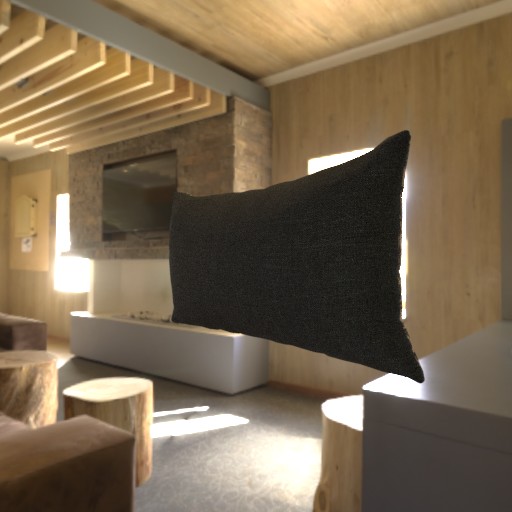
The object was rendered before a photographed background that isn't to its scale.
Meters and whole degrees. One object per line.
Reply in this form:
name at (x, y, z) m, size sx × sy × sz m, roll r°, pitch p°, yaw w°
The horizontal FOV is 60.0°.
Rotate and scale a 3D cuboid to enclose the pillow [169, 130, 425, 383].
pillow at (0.000, 0.000, 0.749) m, size 0.148 × 0.292 × 0.631 m, roll 0°, pitch -1°, yaw -36°
